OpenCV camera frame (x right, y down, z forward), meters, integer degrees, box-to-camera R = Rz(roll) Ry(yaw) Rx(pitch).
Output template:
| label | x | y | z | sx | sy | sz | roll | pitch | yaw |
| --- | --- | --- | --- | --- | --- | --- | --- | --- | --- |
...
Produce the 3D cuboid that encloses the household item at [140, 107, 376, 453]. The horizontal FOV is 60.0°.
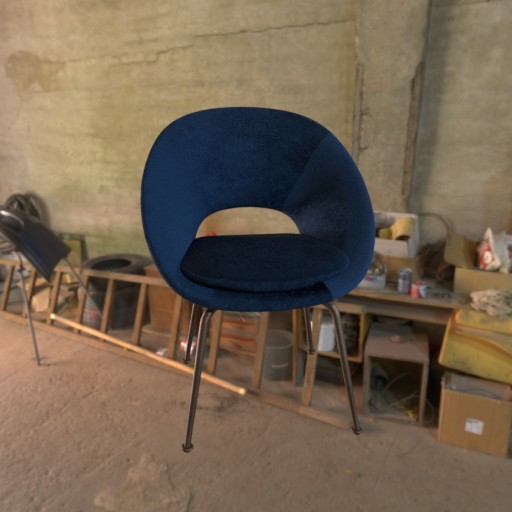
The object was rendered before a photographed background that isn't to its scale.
| label | x | y | z | sx | sy | sz | roll | pitch | yaw |
| --- | --- | --- | --- | --- | --- | --- | --- | --- | --- |
| household item | 0.000 | 0.000 | 1.290 | 0.623 | 0.852 | 0.573 | -2 | 16 | -8 |
